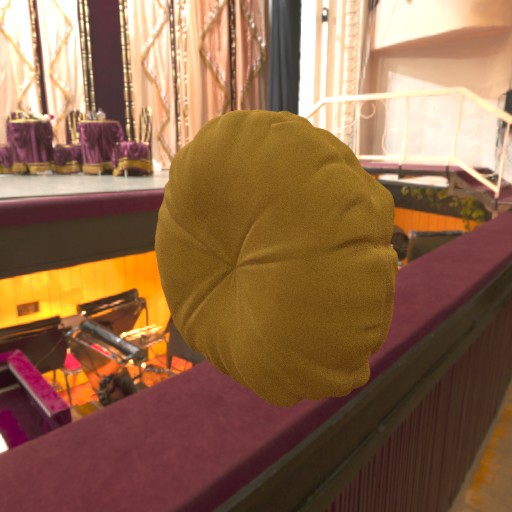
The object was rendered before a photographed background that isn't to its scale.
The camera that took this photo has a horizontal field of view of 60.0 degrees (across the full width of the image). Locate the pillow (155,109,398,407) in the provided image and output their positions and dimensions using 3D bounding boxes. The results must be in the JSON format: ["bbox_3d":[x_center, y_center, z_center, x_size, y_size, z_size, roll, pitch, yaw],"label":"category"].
[{"bbox_3d":[0.000,0.000,0.647,0.428,0.407,0.148,13,19,43],"label":"pillow"}]
